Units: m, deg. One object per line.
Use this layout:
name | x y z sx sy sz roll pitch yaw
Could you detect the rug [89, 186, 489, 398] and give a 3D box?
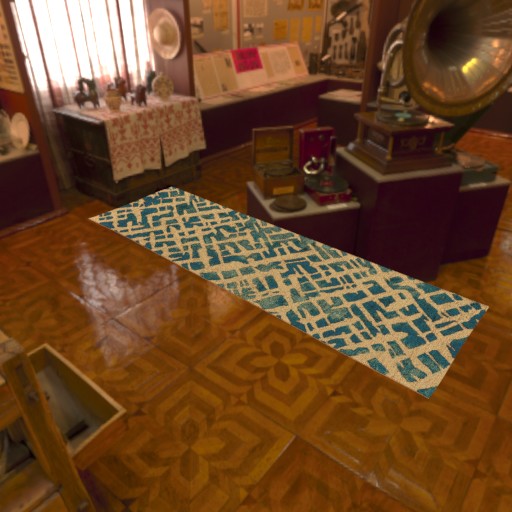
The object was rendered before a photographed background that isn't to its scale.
rug | 0.000 0.000 2.671 2.446 0.011 0.768 24 38 34
